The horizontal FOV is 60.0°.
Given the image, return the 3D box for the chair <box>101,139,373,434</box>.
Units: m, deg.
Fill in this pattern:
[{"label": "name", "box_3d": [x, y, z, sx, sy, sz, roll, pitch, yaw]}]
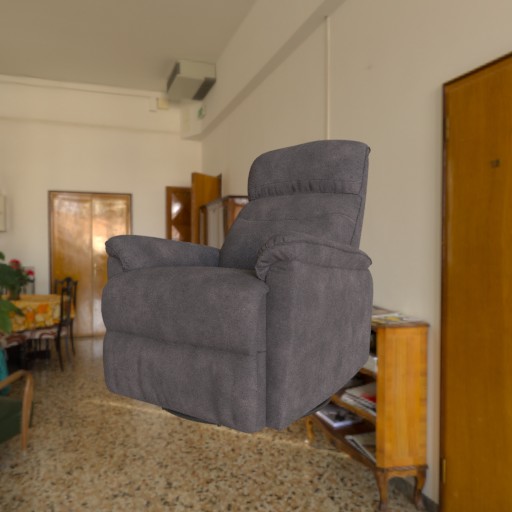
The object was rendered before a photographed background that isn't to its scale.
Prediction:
[{"label": "chair", "box_3d": [0.000, 0.000, 1.735, 0.830, 1.035, 1.009, 1, 2, 35]}]
